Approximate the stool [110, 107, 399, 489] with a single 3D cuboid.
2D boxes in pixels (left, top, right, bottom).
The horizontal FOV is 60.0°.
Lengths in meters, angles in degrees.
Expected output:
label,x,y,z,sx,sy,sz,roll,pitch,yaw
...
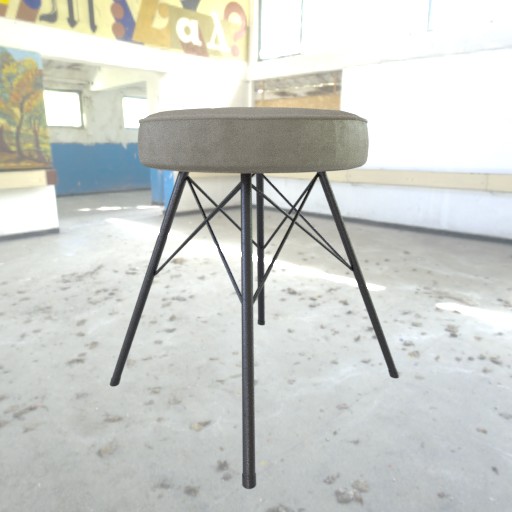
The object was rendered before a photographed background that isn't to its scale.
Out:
label,x,y,z,sx,sy,sz,roll,pitch,yaw
stool,0.000,0.000,0.870,0.423,0.538,0.457,14,20,43
